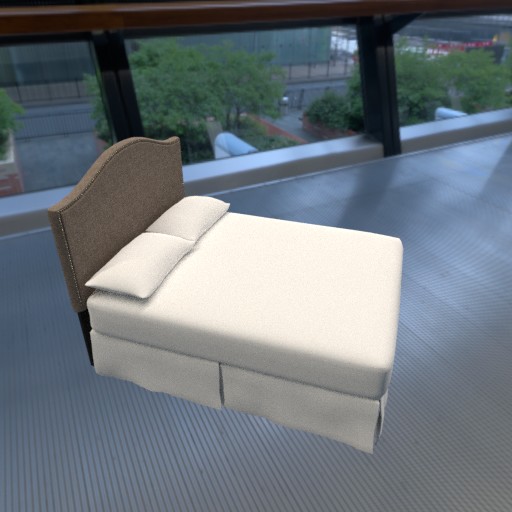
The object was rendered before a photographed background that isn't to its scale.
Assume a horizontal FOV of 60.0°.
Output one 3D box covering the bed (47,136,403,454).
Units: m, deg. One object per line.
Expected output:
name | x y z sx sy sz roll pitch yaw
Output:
bed | 0.000 0.000 3.299 2.153 1.518 1.713 10 32 16
